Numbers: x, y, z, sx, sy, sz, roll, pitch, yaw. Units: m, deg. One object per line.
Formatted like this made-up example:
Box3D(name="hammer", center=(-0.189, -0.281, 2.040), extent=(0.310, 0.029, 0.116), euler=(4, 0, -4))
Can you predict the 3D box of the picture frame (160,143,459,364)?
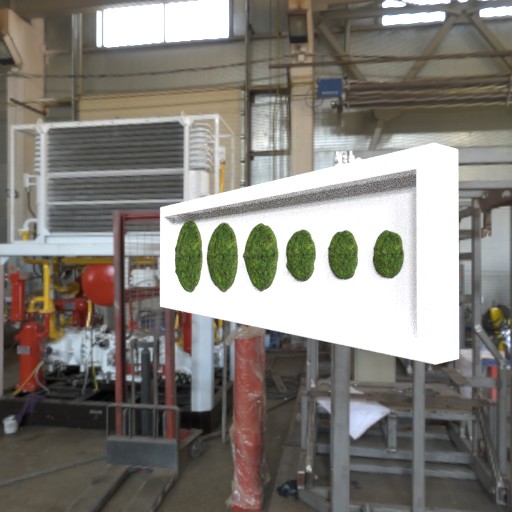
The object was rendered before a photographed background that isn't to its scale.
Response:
Box3D(name="picture frame", center=(0.000, 0.000, 0.821), extent=(0.050, 0.250, 0.759), euler=(0, -1, -36))
